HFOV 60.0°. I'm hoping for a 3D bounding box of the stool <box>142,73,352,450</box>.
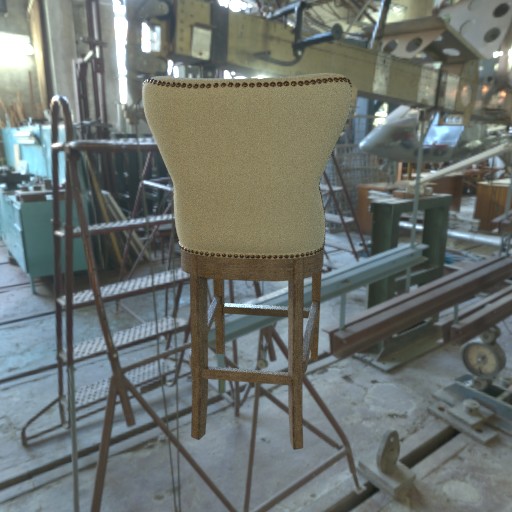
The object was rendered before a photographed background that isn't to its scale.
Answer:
[{"bbox_3d":[0.000,0.000,1.350,0.498,0.981,0.608,2,16,8],"label":"stool"}]
